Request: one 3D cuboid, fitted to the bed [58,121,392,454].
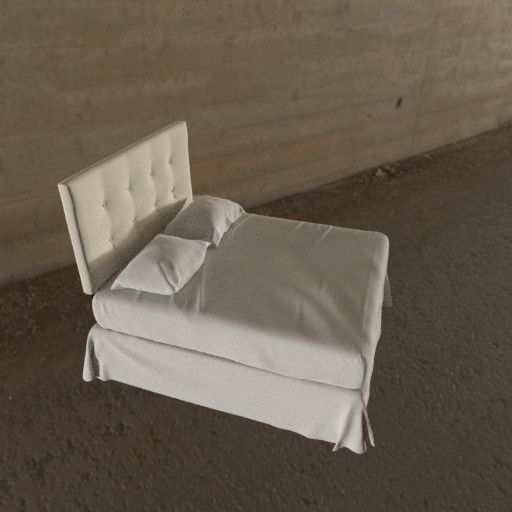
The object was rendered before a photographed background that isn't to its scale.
[{"bbox_3d":[0.000,0.000,3.507,2.222,1.577,1.936,10,33,16],"label":"bed"}]
